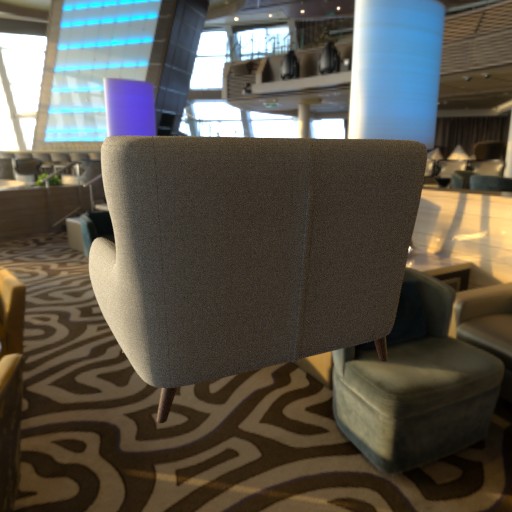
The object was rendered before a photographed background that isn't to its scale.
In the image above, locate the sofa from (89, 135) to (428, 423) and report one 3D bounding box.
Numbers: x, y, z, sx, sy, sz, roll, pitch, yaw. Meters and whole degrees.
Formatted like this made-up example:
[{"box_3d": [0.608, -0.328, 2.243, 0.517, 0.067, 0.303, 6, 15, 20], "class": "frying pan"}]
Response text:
[{"box_3d": [0.000, 0.000, 2.024, 1.386, 1.028, 0.884, -7, 15, -26], "class": "sofa"}]
